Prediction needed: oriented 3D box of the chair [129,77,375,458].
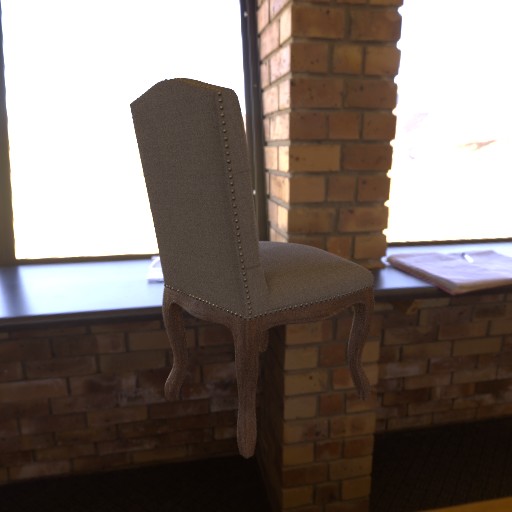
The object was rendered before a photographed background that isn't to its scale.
[{"bbox_3d":[0.000,0.000,1.658,0.731,1.191,0.637,-13,19,-41],"label":"chair"}]
